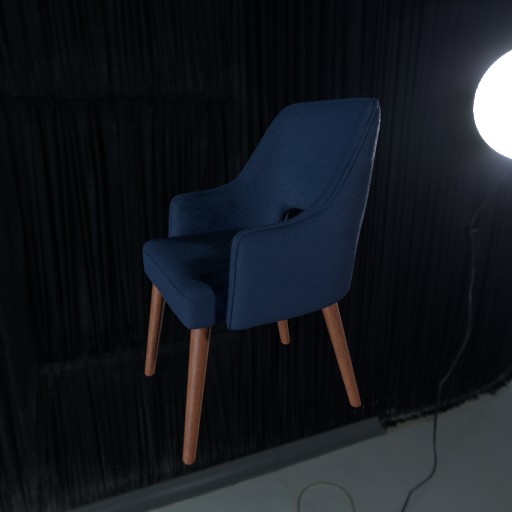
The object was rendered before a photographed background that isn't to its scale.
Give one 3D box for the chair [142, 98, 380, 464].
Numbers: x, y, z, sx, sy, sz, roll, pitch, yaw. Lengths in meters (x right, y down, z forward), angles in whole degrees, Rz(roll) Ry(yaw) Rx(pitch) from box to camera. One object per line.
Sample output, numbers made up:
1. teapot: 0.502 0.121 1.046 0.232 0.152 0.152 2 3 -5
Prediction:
1. chair: 0.000 0.000 1.248 0.591 0.844 0.559 -8 19 -24
